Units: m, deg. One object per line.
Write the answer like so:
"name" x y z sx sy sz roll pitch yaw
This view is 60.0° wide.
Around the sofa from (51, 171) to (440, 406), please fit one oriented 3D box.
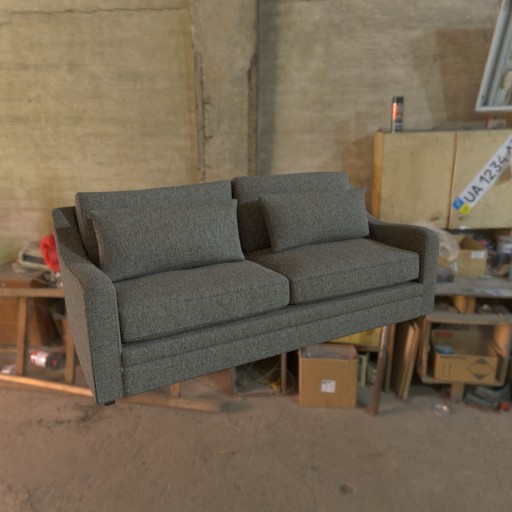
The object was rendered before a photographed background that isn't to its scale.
"sofa" 0.000 0.000 3.014 2.418 0.998 1.103 -9 19 -27
